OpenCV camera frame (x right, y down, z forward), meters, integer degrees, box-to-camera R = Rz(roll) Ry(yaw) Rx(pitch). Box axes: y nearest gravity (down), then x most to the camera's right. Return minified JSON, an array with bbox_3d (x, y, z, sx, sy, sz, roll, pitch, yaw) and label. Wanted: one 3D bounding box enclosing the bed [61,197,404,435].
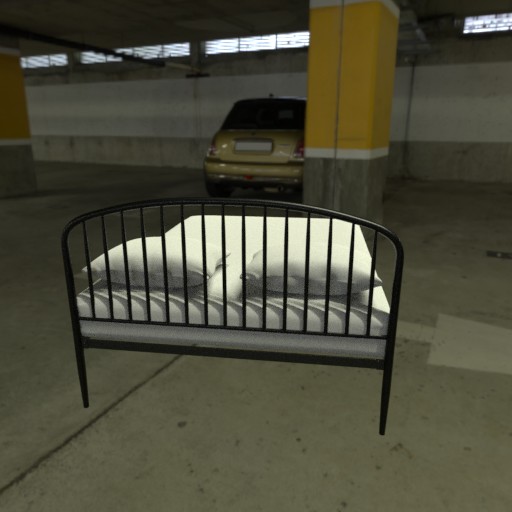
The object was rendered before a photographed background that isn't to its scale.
[{"bbox_3d":[0.000,0.000,3.158,1.618,1.166,2.159,2,17,8],"label":"bed"}]
